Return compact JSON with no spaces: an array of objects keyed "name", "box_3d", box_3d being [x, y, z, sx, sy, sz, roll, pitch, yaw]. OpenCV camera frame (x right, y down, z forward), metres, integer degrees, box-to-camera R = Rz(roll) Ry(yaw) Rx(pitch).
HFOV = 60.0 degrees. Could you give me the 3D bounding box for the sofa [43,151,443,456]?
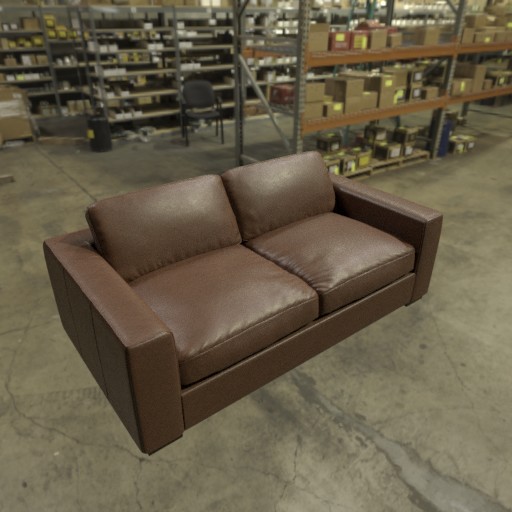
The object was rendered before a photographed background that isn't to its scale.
[{"name":"sofa","box_3d":[0.000,0.000,2.437,1.920,0.800,1.070,-20,35,-32]}]
